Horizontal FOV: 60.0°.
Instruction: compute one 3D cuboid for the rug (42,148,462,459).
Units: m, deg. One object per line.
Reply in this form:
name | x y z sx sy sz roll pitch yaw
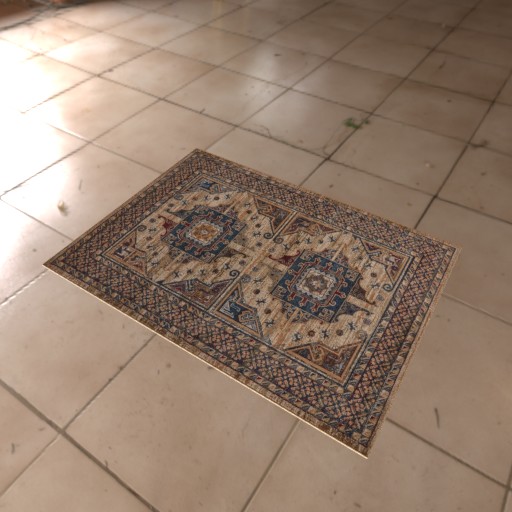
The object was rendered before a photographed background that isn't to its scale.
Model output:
rug | 0.000 0.000 2.894 2.227 0.008 1.611 25 51 22
